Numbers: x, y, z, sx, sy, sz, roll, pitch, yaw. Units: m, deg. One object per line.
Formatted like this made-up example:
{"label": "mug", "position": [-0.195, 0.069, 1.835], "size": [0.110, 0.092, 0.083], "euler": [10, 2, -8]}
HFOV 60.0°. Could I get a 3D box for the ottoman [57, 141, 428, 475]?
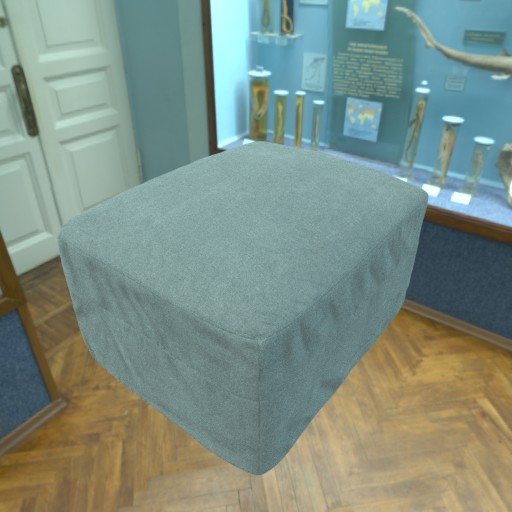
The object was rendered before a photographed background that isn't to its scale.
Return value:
{"label": "ottoman", "position": [0.000, 0.000, 1.250], "size": [0.683, 0.481, 0.837], "euler": [23, 40, 31]}
